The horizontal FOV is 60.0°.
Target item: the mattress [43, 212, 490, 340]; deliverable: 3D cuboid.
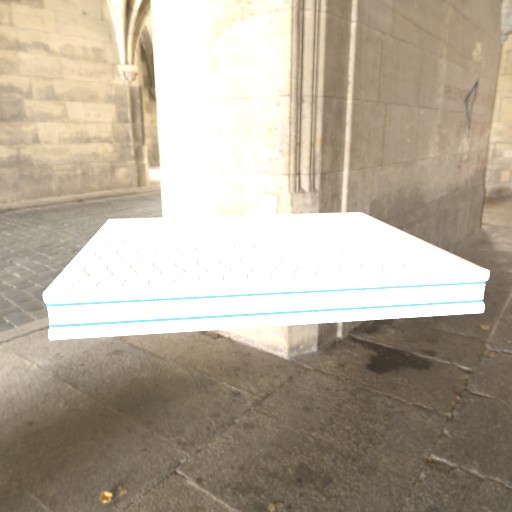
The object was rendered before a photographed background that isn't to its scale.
[{"bbox_3d":[0.000,0.000,2.734,2.000,0.230,1.600,-2,16,-8],"label":"mattress"}]
